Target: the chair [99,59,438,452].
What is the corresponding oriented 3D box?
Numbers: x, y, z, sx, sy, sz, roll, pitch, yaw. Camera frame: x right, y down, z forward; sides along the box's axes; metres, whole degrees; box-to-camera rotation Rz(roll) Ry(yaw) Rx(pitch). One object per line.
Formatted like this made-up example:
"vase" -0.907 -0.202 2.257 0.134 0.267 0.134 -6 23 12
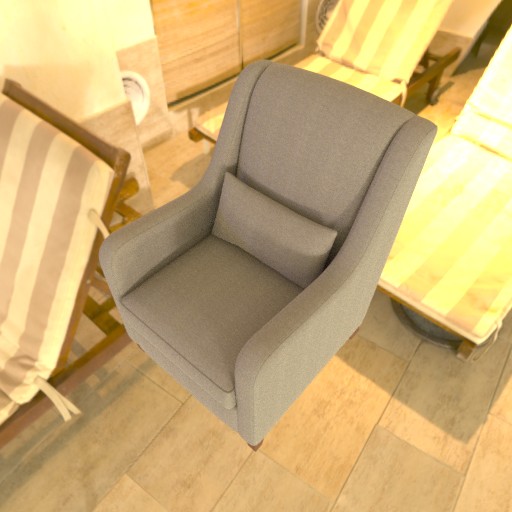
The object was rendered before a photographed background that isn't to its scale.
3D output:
"chair" 0.000 0.000 1.611 0.715 1.017 0.890 33 55 26
